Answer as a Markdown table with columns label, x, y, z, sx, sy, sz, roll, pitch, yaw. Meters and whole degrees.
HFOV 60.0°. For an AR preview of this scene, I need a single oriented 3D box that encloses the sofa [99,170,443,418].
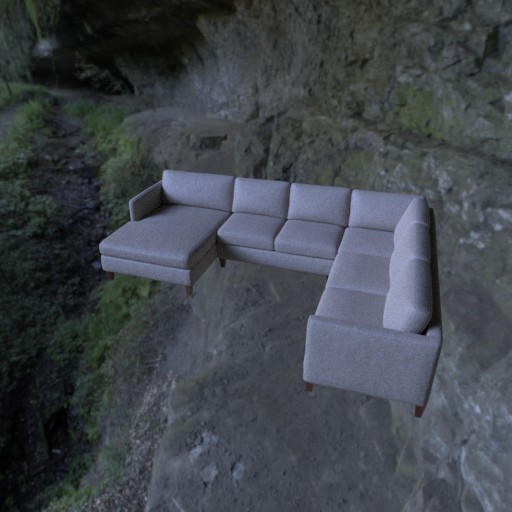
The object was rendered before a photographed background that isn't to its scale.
| label | x | y | z | sx | sy | sz | roll | pitch | yaw |
| --- | --- | --- | --- | --- | --- | --- | --- | --- | --- |
| sofa | 0.000 | 0.000 | 4.499 | 3.403 | 0.889 | 2.551 | 9 | 30 | 16 |
